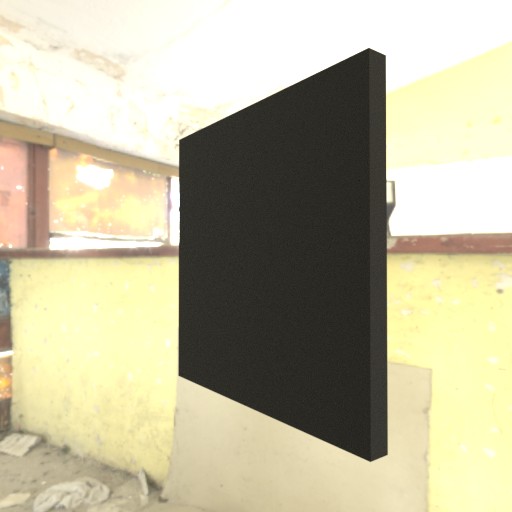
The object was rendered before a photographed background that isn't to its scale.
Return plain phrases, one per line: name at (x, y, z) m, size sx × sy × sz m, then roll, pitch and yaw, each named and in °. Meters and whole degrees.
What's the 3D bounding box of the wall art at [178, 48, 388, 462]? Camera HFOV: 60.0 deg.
wall art at (0.000, 0.000, 0.684) m, size 0.030 × 0.458 × 0.462 m, roll 1°, pitch -1°, yaw -37°
